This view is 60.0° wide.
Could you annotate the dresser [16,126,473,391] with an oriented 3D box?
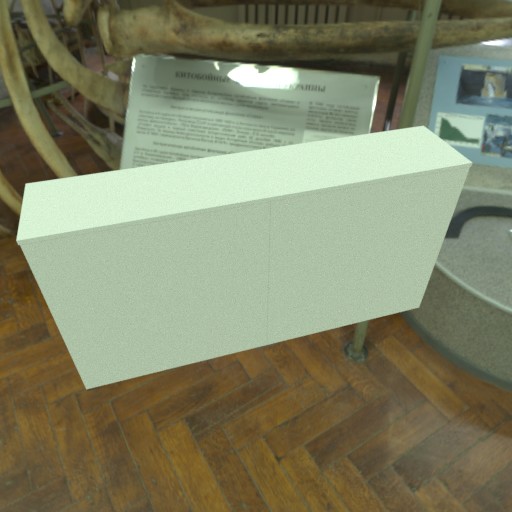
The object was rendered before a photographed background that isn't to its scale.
[{"bbox_3d":[0.000,0.000,1.817,1.535,0.790,0.333,-11,43,-12],"label":"dresser"}]
